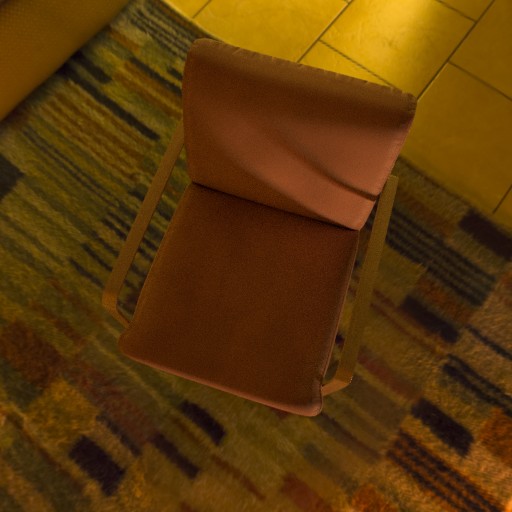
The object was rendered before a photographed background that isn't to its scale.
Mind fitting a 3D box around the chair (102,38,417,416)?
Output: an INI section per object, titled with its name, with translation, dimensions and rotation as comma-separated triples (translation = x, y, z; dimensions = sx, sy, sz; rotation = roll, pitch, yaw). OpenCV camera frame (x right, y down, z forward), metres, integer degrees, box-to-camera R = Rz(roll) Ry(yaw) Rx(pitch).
[chair]
translation = 0.000, 0.000, 1.415
dimensions = 0.701, 0.823, 0.848
rotation = 17, 75, 5
